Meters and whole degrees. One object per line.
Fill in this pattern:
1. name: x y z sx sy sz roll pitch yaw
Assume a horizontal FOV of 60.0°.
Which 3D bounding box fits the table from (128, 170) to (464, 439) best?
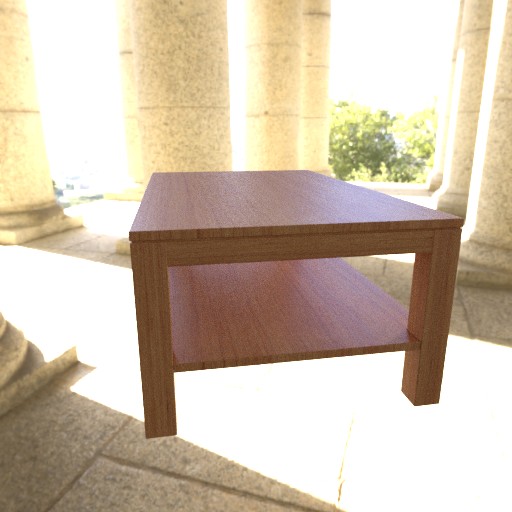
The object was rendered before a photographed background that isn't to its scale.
1. table: 0.000 0.000 1.490 0.695 0.457 1.146 -3 16 -10
